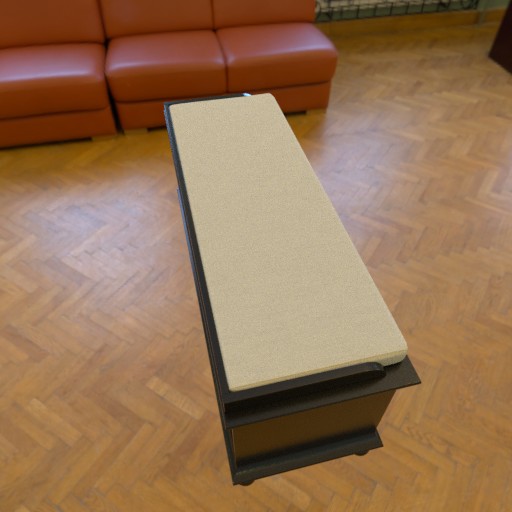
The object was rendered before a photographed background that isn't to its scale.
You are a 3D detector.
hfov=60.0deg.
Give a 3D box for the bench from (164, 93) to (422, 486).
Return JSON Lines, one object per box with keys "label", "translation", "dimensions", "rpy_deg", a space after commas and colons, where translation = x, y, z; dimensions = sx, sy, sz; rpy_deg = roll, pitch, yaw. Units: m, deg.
{"label": "bench", "translation": [0.000, 0.000, 1.397], "dimensions": [0.402, 0.501, 1.185], "rpy_deg": [-10, 48, -9]}
